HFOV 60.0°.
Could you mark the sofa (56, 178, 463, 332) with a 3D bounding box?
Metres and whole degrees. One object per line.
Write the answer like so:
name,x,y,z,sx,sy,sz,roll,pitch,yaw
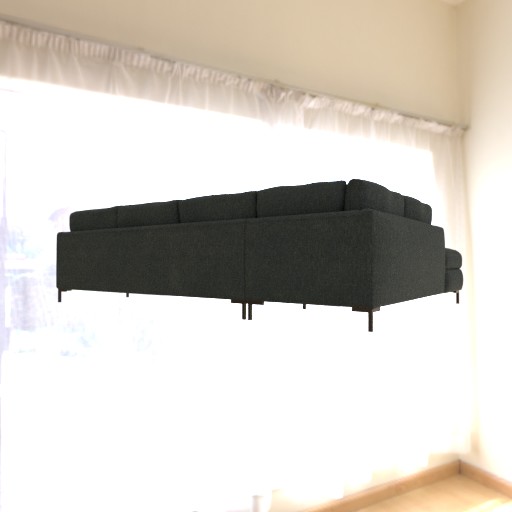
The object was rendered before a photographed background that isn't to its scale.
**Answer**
sofa,0.000,0.000,3.842,2.949,0.815,2.007,-1,-1,36
